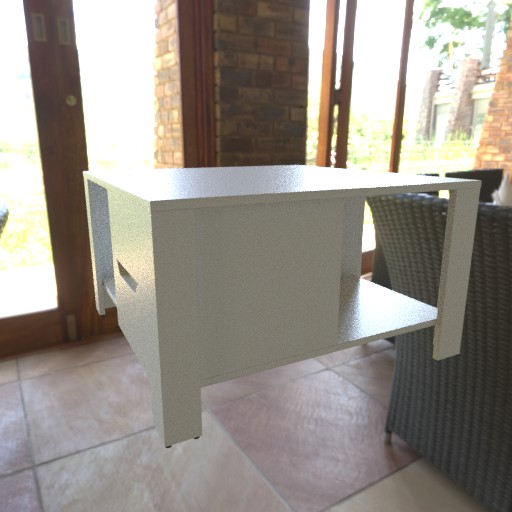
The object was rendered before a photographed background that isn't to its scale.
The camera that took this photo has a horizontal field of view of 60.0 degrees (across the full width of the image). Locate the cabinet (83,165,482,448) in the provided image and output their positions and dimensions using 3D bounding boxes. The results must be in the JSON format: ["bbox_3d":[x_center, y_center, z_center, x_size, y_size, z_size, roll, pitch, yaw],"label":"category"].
[{"bbox_3d":[0.000,0.000,1.279,0.800,0.460,0.800,-8,16,-27],"label":"cabinet"}]
